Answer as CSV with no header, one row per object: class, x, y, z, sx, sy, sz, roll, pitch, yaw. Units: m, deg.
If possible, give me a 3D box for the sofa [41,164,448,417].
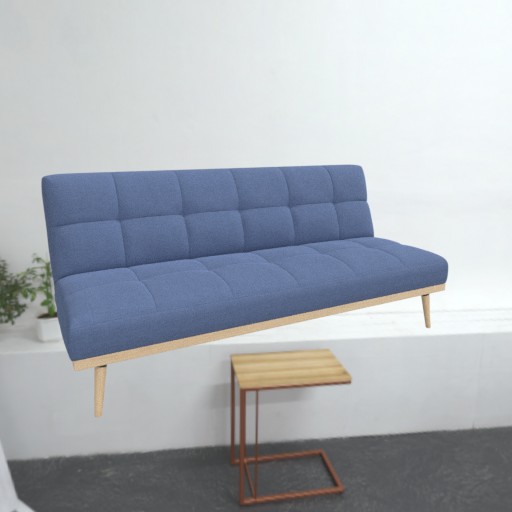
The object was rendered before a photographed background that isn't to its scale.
sofa,0.000,0.000,2.145,1.800,0.800,0.796,-8,16,-27
